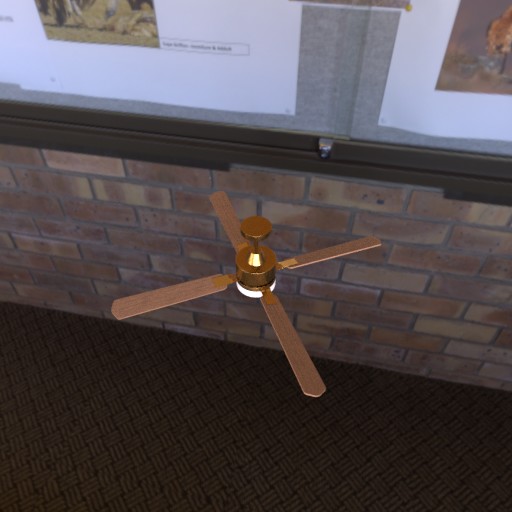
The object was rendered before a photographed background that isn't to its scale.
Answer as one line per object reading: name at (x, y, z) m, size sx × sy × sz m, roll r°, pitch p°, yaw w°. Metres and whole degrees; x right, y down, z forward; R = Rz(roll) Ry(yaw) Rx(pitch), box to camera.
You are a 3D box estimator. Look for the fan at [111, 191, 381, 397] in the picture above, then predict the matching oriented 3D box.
fan at (0.000, 0.000, 1.987) m, size 1.320 × 0.355 × 1.320 m, roll -14°, pitch 46°, yaw -14°
